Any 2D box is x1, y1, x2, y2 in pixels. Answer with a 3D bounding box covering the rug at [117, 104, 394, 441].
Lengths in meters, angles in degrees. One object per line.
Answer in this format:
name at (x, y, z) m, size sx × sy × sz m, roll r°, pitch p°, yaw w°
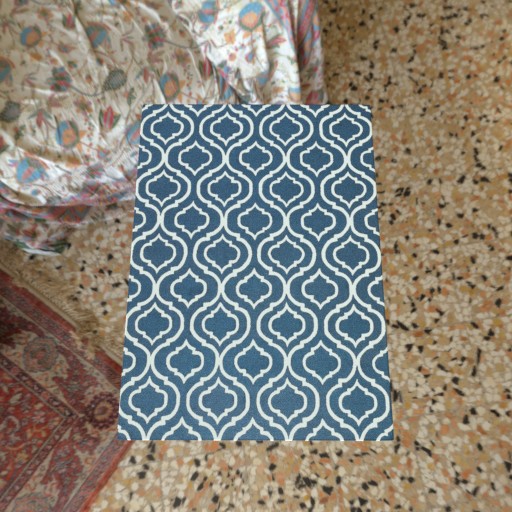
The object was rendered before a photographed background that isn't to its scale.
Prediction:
rug at (0.000, 0.000, 4.323) m, size 2.438 × 0.010 × 3.353 m, roll 0°, pitch 75°, yaw 0°
